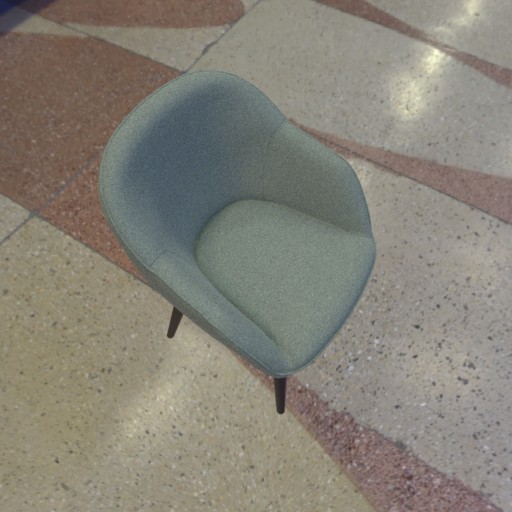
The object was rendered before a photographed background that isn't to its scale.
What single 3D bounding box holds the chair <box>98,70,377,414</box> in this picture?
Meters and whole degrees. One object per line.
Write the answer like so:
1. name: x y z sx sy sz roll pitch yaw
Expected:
1. chair: 0.000 0.000 1.250 0.611 0.810 0.589 30 63 17
